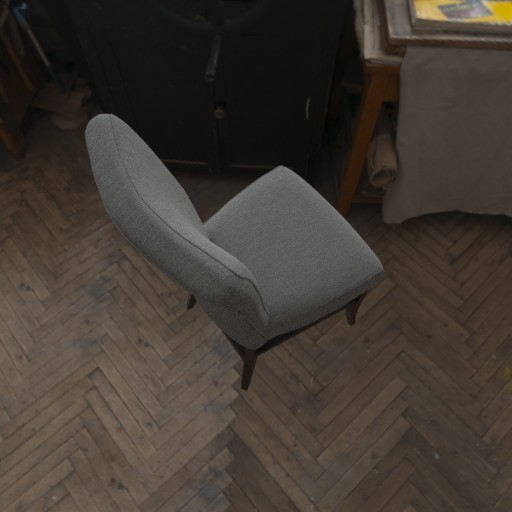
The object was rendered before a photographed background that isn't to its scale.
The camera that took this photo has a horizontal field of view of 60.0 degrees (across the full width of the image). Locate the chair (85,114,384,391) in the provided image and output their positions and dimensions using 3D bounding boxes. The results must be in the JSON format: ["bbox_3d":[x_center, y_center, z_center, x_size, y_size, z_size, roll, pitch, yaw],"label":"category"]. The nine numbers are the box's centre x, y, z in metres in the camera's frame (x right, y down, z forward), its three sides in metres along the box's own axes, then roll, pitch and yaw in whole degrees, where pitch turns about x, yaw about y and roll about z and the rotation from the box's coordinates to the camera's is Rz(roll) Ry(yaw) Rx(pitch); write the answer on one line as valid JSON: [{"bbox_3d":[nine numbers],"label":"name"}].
[{"bbox_3d":[0.000,0.000,1.331,0.660,0.991,0.520,-32,65,-17],"label":"chair"}]
